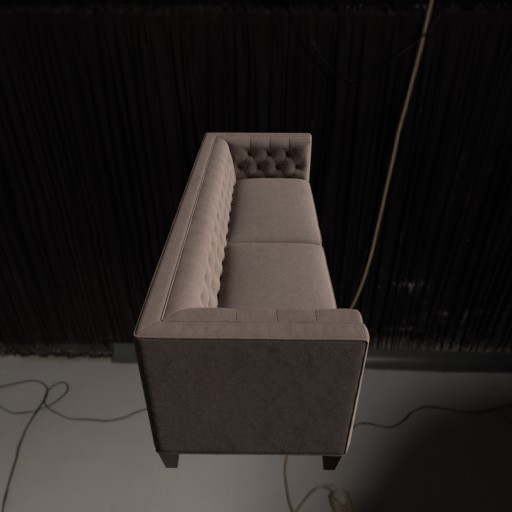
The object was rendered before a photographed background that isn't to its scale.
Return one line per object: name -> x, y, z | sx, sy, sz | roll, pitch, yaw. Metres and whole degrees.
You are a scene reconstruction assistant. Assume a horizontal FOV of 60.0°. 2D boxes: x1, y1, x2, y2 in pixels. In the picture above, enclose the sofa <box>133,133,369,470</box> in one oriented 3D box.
sofa -> 0.000, 0.000, 2.528 | 0.775, 0.762, 2.159 | 0, 33, 1
